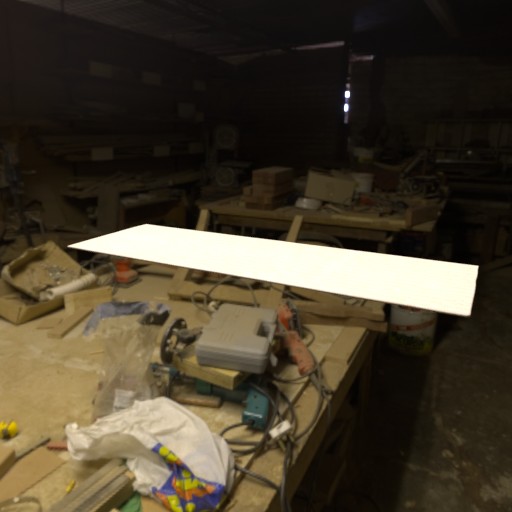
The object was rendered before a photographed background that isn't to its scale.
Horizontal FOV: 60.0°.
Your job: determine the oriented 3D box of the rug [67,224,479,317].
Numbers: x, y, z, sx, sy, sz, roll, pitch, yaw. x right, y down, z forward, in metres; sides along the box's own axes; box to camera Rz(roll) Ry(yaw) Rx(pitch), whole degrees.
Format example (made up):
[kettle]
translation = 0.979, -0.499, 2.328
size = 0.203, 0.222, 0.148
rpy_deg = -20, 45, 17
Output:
[rug]
translation = 0.000, 0.000, 2.732
size = 2.450, 0.014, 0.793
rpy_deg = 8, 18, 27
